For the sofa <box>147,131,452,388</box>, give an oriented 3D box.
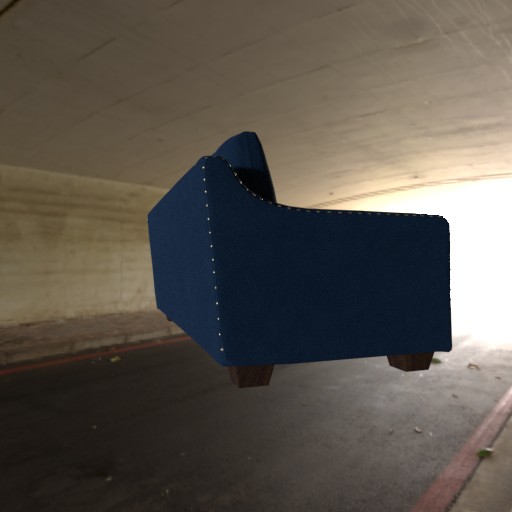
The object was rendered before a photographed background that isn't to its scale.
[{"bbox_3d":[0.000,0.000,2.684,1.104,0.983,2.107,0,-1,-19],"label":"sofa"}]
